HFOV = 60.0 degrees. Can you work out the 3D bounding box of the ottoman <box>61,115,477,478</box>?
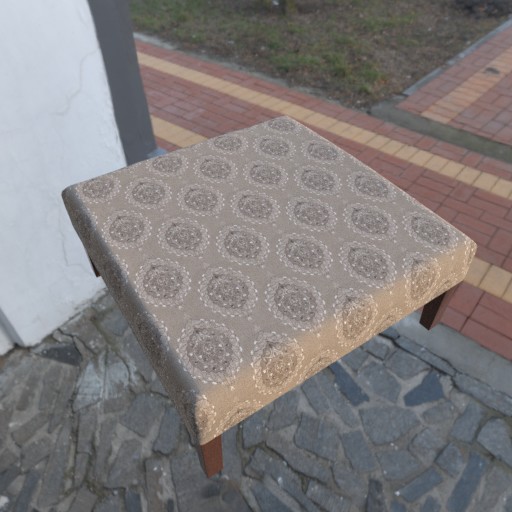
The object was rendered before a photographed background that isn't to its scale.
[{"bbox_3d":[0.000,0.000,1.407,0.889,0.411,0.890,-25,50,-23],"label":"ottoman"}]
